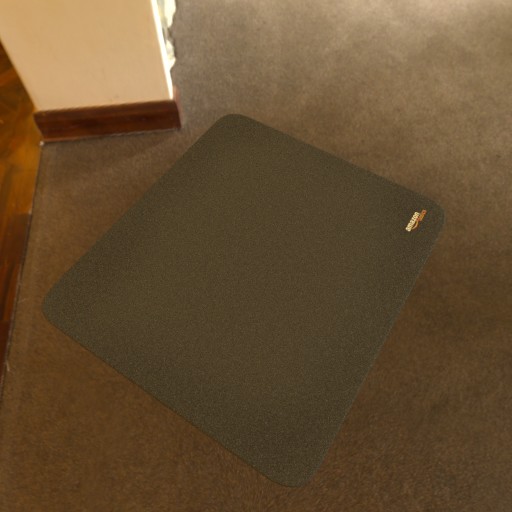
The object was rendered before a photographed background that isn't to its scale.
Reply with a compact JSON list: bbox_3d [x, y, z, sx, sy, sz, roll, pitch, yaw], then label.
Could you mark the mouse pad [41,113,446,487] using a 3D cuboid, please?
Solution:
[{"bbox_3d":[0.000,0.000,0.311,0.203,0.003,0.229,29,63,16],"label":"mouse pad"}]
